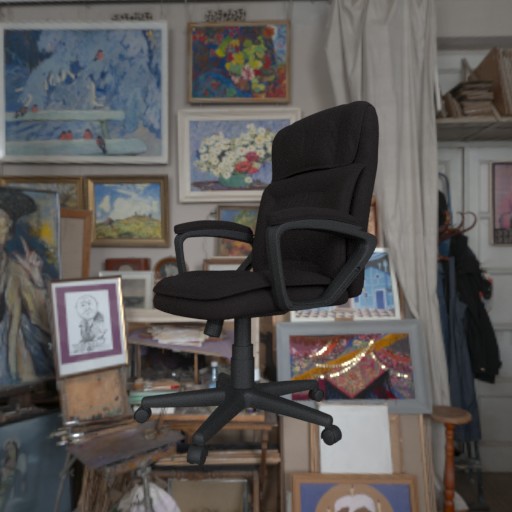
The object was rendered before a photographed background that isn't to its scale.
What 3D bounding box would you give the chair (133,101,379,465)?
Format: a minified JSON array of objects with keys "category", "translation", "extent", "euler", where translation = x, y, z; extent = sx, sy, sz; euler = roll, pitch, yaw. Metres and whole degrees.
[{"category":"chair","translation":[0.000,0.000,1.521],"extent":[0.724,1.105,0.667],"euler":[0,0,-36]}]
